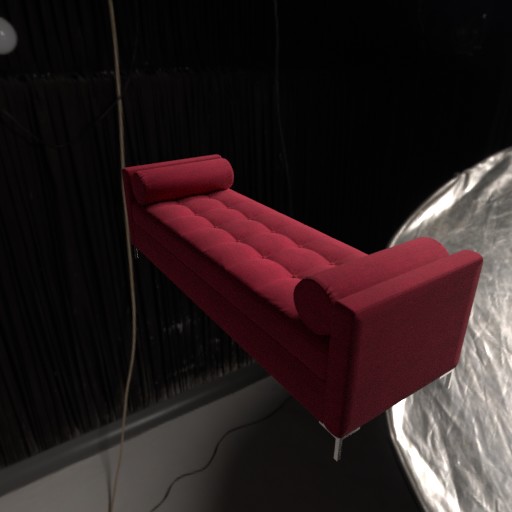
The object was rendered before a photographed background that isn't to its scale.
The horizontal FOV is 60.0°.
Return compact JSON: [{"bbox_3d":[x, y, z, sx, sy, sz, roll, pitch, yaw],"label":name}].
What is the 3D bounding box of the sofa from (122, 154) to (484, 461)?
[{"bbox_3d":[0.000,0.000,2.308,0.686,0.635,1.981,-16,30,-30],"label":"sofa"}]
